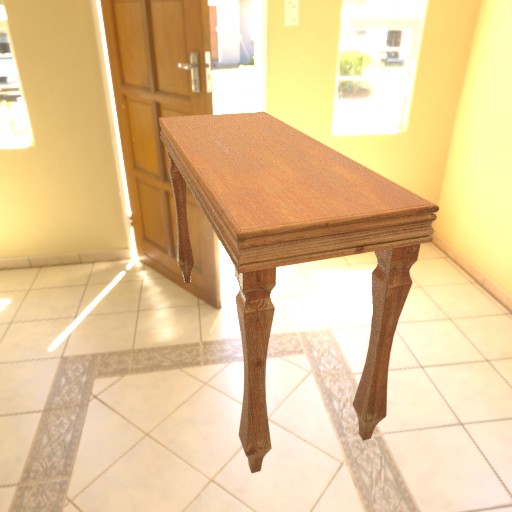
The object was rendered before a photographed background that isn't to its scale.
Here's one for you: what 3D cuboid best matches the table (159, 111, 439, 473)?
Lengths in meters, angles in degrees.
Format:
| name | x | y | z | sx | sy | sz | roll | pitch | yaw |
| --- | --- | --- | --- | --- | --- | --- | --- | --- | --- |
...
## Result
| name | x | y | z | sx | sy | sz | roll | pitch | yaw |
| --- | --- | --- | --- | --- | --- | --- | --- | --- | --- |
| table | 0.000 | 0.000 | 1.786 | 0.522 | 0.873 | 1.330 | -9 | 29 | -16 |
